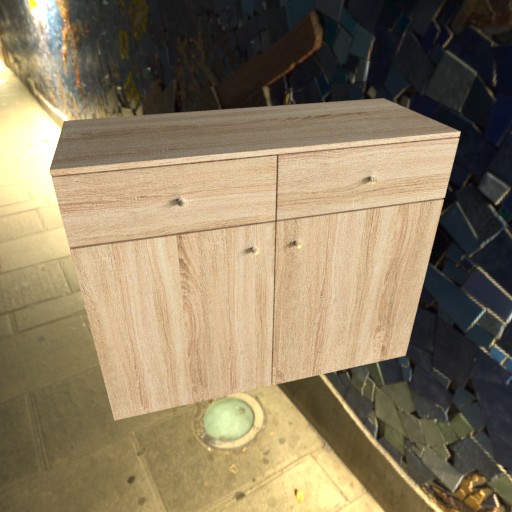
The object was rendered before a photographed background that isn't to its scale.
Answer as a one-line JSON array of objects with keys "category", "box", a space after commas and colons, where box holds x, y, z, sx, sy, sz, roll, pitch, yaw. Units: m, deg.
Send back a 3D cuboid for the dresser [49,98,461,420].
[{"category": "dresser", "box": [0.000, 0.000, 1.547, 1.100, 0.900, 0.450, -9, 33, -13]}]
